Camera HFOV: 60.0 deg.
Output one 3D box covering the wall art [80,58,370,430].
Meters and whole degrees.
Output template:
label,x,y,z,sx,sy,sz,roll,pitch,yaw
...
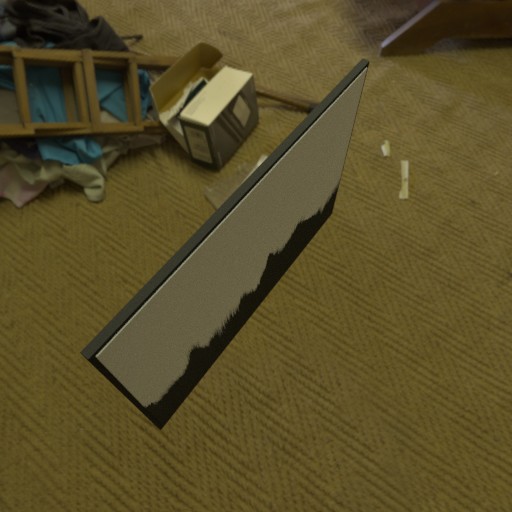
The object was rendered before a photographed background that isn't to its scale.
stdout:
label,x,y,z,sx,sy,sz,roll,pitch,yaw
wall art,0.000,0.000,1.496,0.028,0.805,1.190,32,64,18
